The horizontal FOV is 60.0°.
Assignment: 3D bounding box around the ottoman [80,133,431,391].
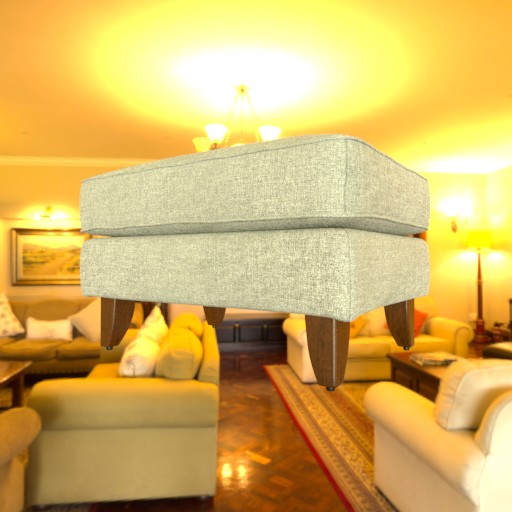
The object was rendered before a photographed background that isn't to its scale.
[{"bbox_3d":[0.000,0.000,1.330,0.889,0.561,0.661,0,0,35],"label":"ottoman"}]
